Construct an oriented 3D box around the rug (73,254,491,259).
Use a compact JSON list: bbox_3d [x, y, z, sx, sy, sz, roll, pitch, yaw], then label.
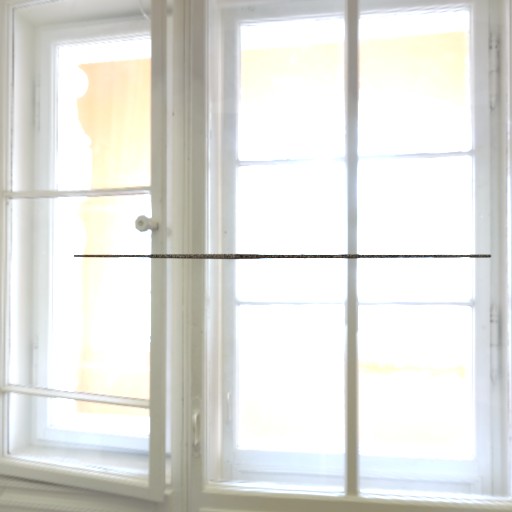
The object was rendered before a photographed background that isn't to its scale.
[{"bbox_3d":[0.000,0.000,3.980,2.401,0.025,3.000,0,0,-36],"label":"rug"}]
